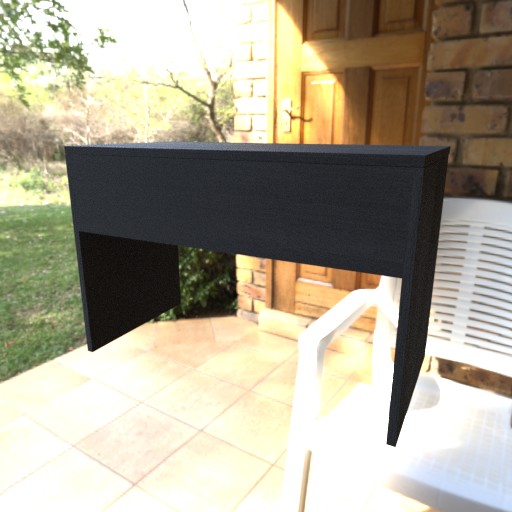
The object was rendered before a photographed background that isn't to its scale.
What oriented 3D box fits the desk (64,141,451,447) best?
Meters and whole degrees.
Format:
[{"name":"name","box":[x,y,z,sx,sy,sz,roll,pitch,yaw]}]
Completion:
[{"name":"desk","box":[0.000,0.000,1.514,1.099,0.729,0.557,8,18,27]}]
